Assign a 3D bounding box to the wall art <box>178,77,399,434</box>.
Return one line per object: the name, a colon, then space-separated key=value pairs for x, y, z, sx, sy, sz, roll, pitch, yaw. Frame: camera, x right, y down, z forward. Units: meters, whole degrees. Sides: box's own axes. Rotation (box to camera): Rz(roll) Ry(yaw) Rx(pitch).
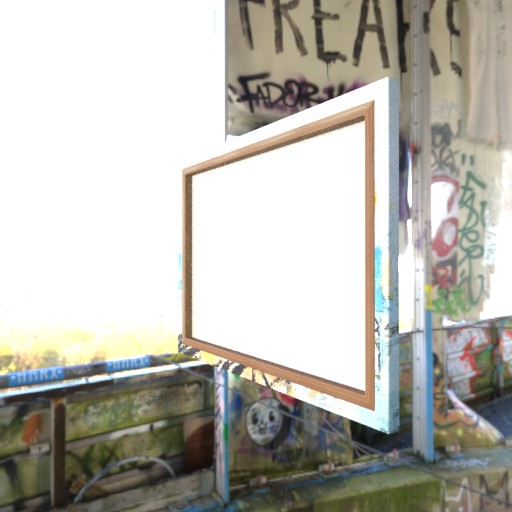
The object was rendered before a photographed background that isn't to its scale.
wall art: x=0.000 y=0.000 z=1.363 sx=0.038 sy=0.762 sz=1.016 roll=0 pitch=0 yaw=-36
